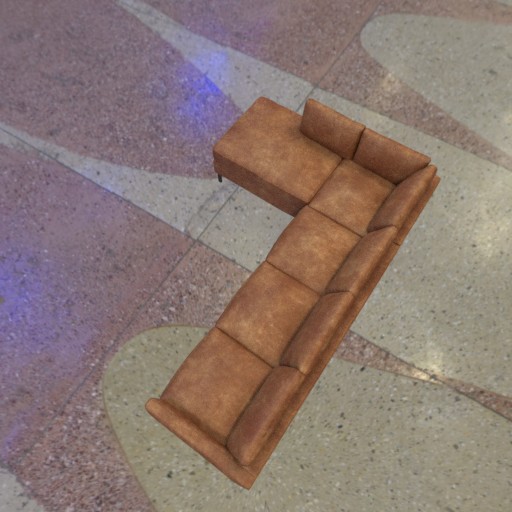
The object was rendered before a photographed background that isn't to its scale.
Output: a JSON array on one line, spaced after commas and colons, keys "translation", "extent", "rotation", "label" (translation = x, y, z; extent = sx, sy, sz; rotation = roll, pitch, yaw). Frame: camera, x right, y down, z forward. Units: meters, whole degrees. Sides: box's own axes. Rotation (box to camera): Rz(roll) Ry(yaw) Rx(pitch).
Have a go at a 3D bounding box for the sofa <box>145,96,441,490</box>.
[{"translation": [0.000, 0.000, 3.780], "extent": [1.938, 0.877, 2.984], "rotation": [32, 69, 14], "label": "sofa"}]
